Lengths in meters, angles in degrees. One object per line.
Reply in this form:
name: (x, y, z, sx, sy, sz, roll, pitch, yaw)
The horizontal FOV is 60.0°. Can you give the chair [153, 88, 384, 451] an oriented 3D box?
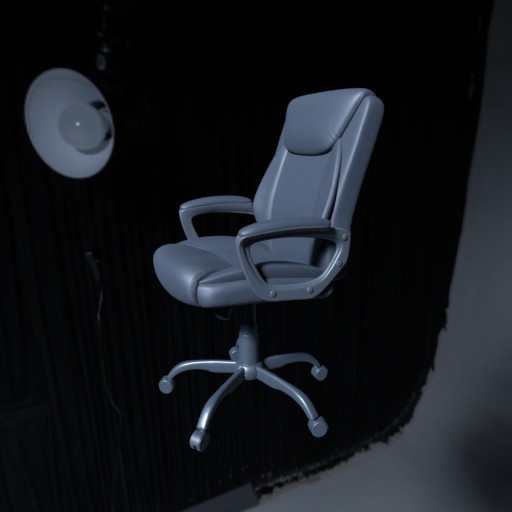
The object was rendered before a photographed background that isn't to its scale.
chair: (0.000, 0.000, 1.503, 0.655, 1.072, 0.615, -7, 16, -26)
